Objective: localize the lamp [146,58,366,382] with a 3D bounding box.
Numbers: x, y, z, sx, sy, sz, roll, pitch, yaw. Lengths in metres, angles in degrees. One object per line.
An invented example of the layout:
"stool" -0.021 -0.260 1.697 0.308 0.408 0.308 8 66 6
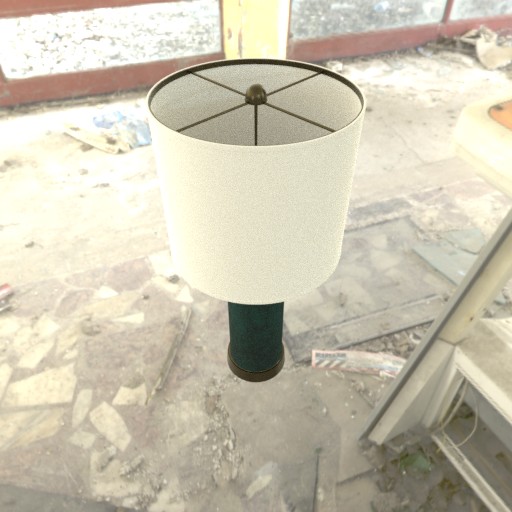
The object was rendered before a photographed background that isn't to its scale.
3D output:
"lamp" 0.000 0.000 0.815 0.301 0.630 0.301 0 42 0
